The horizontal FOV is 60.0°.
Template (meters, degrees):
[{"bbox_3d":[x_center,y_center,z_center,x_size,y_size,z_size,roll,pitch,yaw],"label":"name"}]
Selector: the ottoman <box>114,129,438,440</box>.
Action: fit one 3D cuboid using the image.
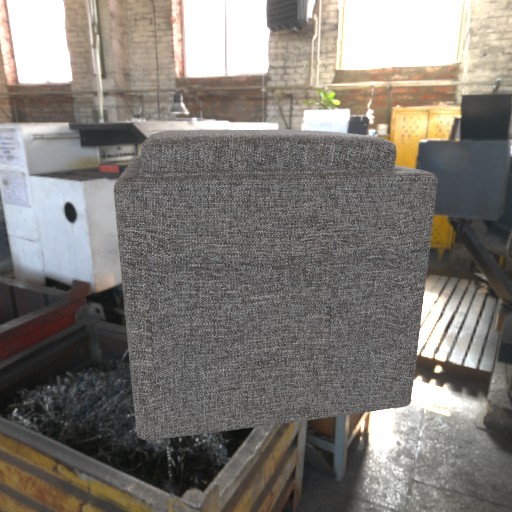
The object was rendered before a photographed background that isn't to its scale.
[{"bbox_3d":[0.000,0.000,0.842,0.450,0.460,0.450,-3,17,-11],"label":"ottoman"}]
